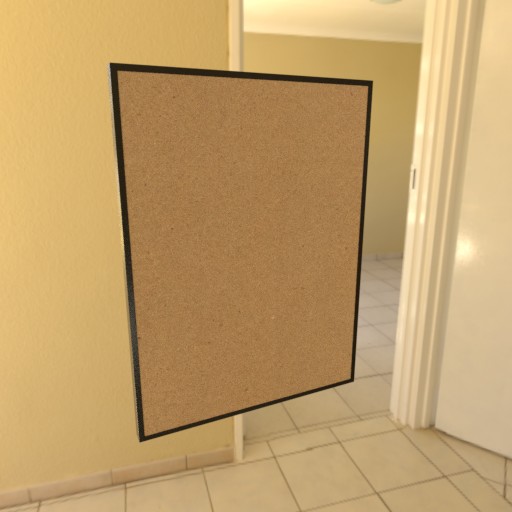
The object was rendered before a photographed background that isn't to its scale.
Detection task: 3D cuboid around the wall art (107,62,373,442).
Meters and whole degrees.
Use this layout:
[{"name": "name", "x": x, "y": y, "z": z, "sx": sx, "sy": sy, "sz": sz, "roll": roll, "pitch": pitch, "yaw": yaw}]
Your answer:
[{"name": "wall art", "x": 0.000, "y": 0.000, "z": 1.364, "sx": 0.788, "sy": 1.046, "sz": 0.043, "roll": -7, "pitch": 16, "yaw": -25}]
